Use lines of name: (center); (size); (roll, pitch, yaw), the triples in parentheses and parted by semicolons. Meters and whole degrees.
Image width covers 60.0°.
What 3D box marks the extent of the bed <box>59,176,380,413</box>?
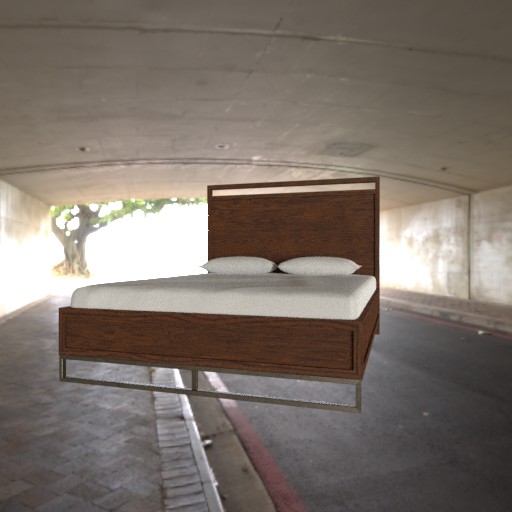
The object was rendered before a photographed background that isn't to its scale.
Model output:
bed: (0.000, 0.000, 3.424); (1.765, 1.487, 2.218); (0, 0, 18)
